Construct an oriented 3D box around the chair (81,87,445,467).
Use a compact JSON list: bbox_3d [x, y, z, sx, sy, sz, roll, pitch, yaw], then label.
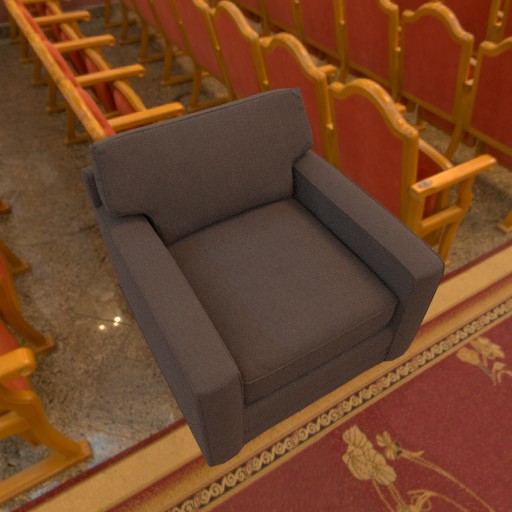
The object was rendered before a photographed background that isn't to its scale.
[{"bbox_3d":[0.000,0.000,1.800,0.997,0.913,1.043,-23,51,-21],"label":"chair"}]
